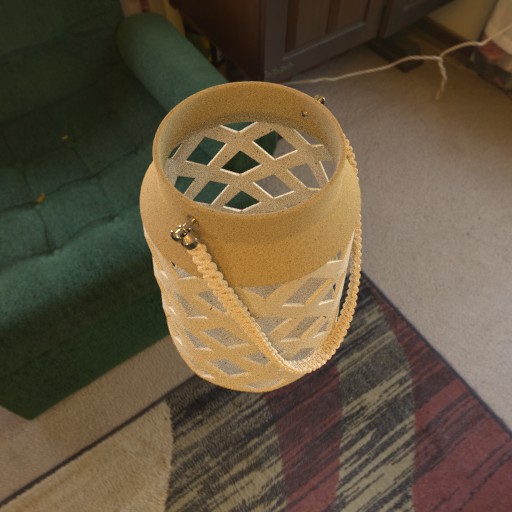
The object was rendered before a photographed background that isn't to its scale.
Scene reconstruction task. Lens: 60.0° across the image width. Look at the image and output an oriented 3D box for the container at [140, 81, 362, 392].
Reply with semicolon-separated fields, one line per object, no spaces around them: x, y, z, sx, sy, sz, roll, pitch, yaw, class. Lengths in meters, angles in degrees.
0.000;0.000;0.343;0.172;0.229;0.163;33;63;19;container
